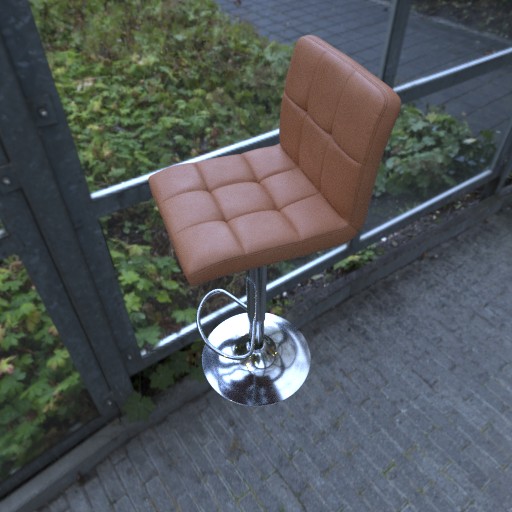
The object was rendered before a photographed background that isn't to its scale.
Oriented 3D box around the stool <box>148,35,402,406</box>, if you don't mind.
[{"bbox_3d":[0.000,0.000,1.352,0.505,1.115,0.430,-16,47,-16],"label":"stool"}]
